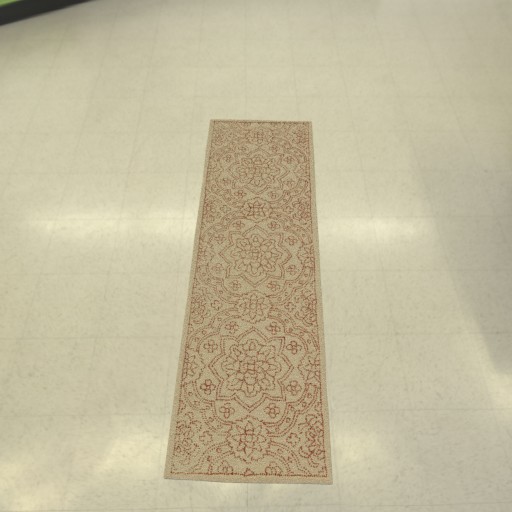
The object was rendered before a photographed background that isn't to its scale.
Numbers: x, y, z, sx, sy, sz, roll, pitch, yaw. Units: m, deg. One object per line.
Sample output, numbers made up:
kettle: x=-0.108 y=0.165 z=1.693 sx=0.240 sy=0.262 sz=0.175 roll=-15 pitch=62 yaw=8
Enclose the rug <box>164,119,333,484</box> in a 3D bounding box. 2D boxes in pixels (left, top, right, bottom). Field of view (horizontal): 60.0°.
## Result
rug: x=0.000 y=0.000 z=2.667 sx=0.769 sy=0.012 sz=2.448 roll=1 pitch=57 yaw=1
